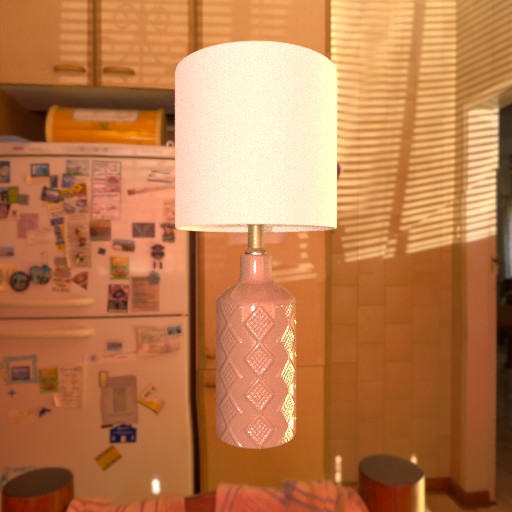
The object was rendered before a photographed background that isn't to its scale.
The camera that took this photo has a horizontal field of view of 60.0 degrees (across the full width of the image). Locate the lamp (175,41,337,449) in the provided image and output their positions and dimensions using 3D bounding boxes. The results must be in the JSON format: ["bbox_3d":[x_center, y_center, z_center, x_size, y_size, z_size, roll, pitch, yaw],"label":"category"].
[{"bbox_3d":[0.000,0.000,0.577,0.207,0.461,0.207,0,1,-35],"label":"lamp"}]
